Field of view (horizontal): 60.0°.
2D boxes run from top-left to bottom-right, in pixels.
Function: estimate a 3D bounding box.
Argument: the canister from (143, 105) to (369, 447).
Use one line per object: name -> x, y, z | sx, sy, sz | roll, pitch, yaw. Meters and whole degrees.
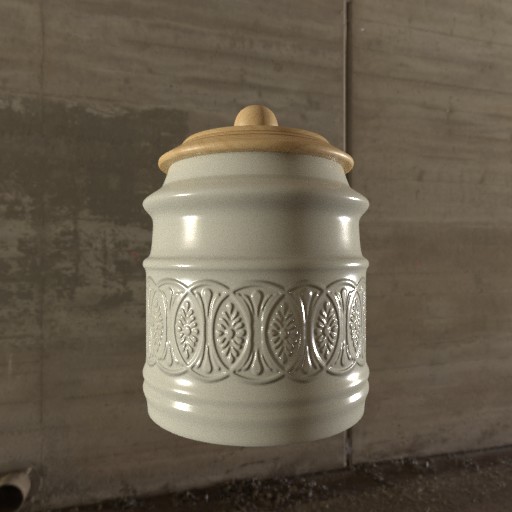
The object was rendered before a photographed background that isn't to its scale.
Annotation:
canister -> 0.000, 0.000, 0.262 | 0.130, 0.176, 0.130 | 0, 0, 0
